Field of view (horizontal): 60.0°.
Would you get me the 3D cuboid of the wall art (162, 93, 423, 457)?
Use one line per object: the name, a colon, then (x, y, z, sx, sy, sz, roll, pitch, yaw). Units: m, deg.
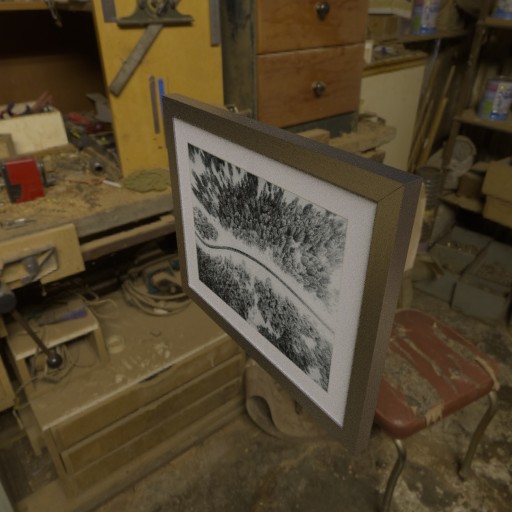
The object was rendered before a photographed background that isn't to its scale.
wall art: (0.000, 0.000, 0.776, 0.032, 0.456, 0.557, -21, 37, -31)
